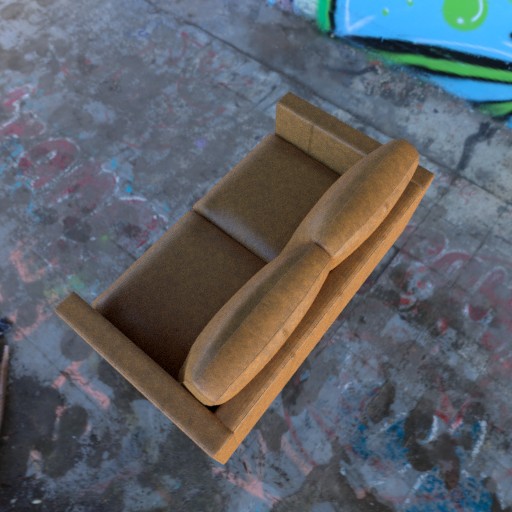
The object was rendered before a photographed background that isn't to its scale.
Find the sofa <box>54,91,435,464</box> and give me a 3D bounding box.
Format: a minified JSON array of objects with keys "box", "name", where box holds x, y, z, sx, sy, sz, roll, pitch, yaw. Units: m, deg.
[{"box":[0.000,0.000,2.125,0.909,0.951,1.578,36,68,17],"name":"sofa"}]
